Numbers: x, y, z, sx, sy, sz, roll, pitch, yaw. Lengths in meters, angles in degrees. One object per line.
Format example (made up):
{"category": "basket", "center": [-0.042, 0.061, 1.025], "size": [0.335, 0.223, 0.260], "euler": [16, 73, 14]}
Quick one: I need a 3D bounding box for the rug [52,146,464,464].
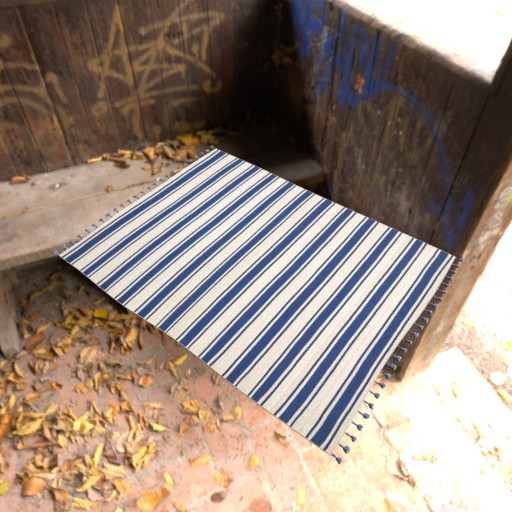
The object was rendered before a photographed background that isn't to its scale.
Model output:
{"category": "rug", "center": [0.000, 0.000, 4.475], "size": [3.416, 0.016, 2.471], "euler": [29, 53, 25]}
